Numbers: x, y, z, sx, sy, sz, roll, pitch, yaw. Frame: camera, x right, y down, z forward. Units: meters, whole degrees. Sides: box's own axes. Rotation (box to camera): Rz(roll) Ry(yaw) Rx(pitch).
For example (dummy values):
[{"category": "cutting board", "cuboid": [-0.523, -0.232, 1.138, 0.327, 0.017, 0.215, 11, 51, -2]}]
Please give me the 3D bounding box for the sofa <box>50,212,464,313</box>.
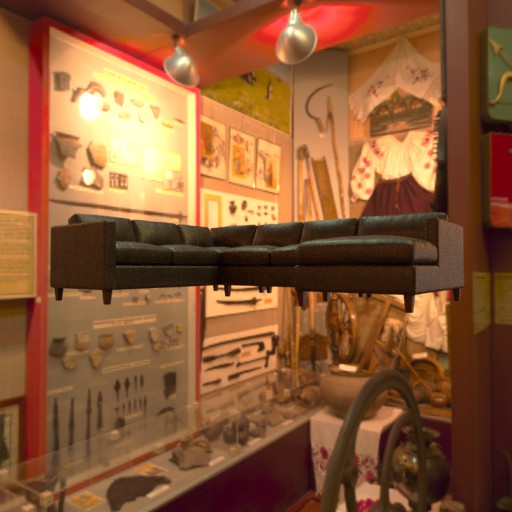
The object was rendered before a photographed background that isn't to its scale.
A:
[{"category": "sofa", "cuboid": [0.000, 0.000, 4.411, 3.324, 0.891, 2.452, -1, -2, 37]}]
